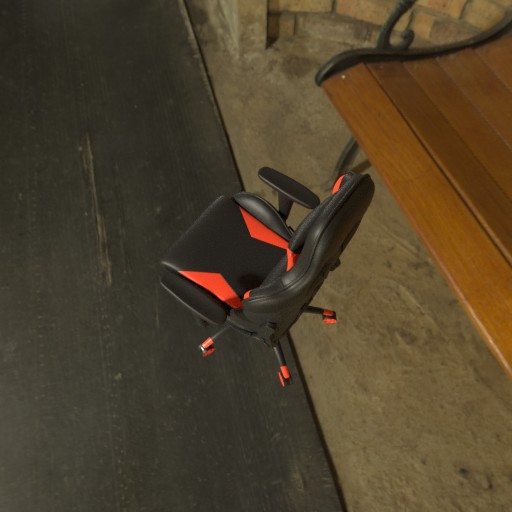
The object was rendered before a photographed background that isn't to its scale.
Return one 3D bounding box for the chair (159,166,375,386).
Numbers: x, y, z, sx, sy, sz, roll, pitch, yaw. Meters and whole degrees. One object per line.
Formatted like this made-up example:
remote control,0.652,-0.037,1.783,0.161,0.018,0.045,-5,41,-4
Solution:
chair,0.000,0.000,1.724,0.730,1.282,0.695,34,68,16
